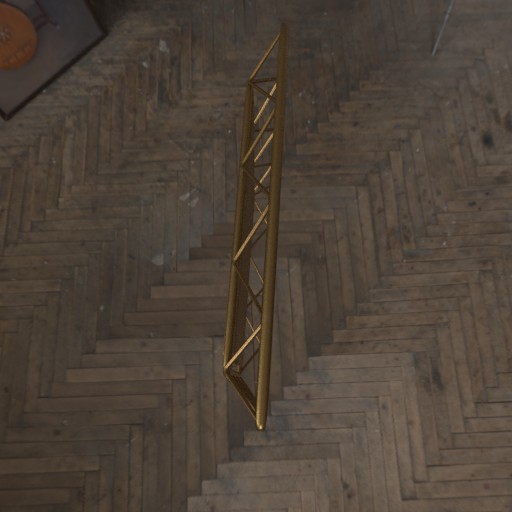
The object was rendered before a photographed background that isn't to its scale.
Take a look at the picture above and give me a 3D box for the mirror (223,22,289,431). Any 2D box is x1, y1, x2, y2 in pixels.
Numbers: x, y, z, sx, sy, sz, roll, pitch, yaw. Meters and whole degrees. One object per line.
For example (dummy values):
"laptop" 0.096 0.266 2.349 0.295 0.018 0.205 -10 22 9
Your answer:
"mirror" 0.000 0.000 0.615 0.046 0.414 0.416 4 74 1
